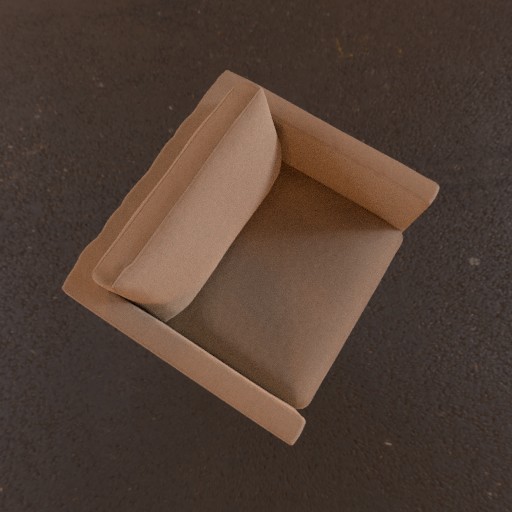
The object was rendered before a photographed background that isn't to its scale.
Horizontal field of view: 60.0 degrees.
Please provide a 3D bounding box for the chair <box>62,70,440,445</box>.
[{"bbox_3d":[0.000,0.000,1.780,0.949,0.867,1.057,32,77,8],"label":"chair"}]
